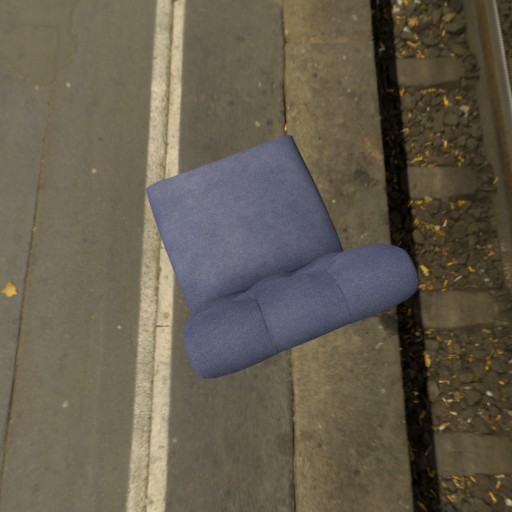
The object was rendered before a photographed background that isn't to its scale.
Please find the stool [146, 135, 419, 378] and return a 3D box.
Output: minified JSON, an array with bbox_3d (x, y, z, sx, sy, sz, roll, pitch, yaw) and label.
[{"bbox_3d":[0.000,0.000,1.357,0.493,1.010,0.601,-21,77,-5],"label":"stool"}]
